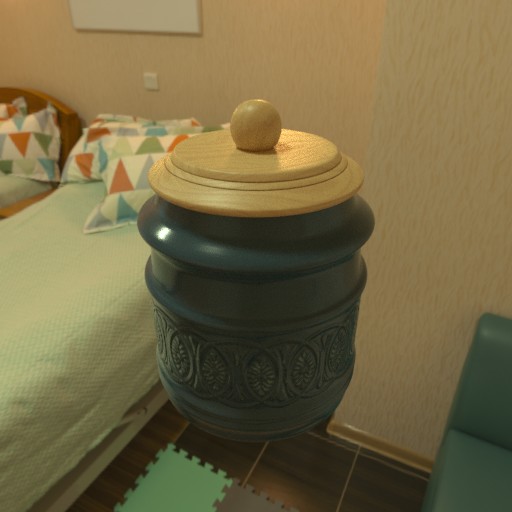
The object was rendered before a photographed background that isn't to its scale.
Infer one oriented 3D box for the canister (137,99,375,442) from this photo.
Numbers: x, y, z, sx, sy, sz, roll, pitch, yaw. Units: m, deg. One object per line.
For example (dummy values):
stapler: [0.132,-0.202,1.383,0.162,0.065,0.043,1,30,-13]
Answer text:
canister: [0.000,0.000,0.262,0.130,0.176,0.130,0,29,0]
